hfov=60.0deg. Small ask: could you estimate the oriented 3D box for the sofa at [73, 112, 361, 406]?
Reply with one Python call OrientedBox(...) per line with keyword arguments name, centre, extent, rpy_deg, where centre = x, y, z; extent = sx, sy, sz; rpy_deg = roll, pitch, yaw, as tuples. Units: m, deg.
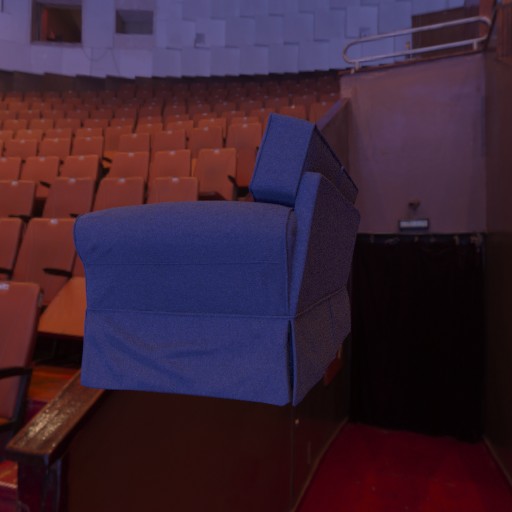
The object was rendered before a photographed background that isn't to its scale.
OrientedBox(name="sofa", centre=(0.000, 0.000, 2.412), extent=(0.997, 1.059, 1.801), rpy_deg=(0, 0, 18))
